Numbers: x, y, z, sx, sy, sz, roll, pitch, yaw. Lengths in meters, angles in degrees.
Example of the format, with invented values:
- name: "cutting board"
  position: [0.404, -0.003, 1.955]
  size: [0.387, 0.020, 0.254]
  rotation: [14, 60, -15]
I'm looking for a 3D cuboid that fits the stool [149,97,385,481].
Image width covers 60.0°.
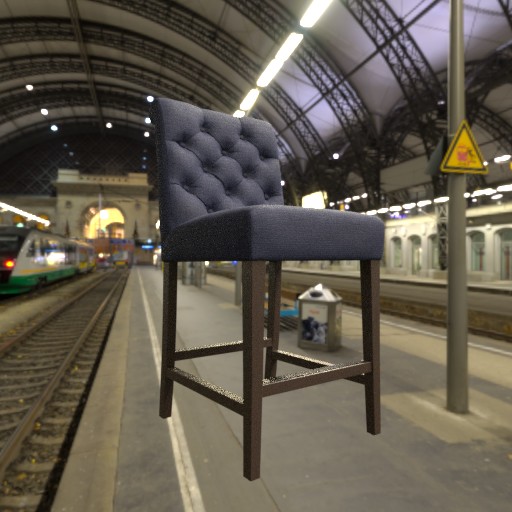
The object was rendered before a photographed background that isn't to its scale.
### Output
- name: "stool"
  position: [0.000, 0.000, 1.347]
  size: [0.493, 1.010, 0.601]
  rotation: [0, 0, -37]
